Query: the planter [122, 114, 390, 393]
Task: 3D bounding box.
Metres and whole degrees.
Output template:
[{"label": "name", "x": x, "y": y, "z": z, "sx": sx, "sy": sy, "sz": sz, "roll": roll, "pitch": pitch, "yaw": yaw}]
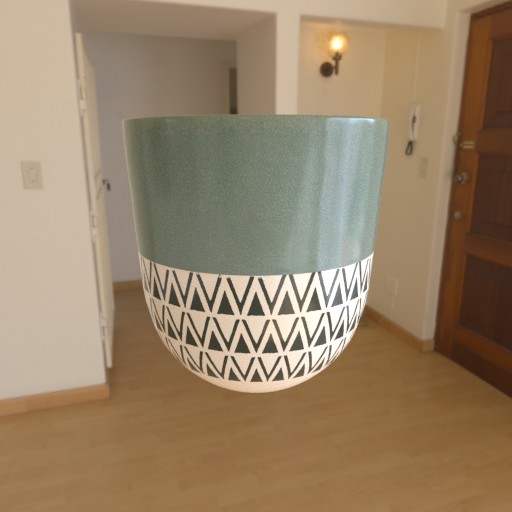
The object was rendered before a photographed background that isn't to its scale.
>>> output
[{"label": "planter", "x": 0.000, "y": 0.000, "z": 0.368, "sx": 0.198, "sy": 0.214, "sz": 0.198, "roll": 0, "pitch": 15, "yaw": 0}]
